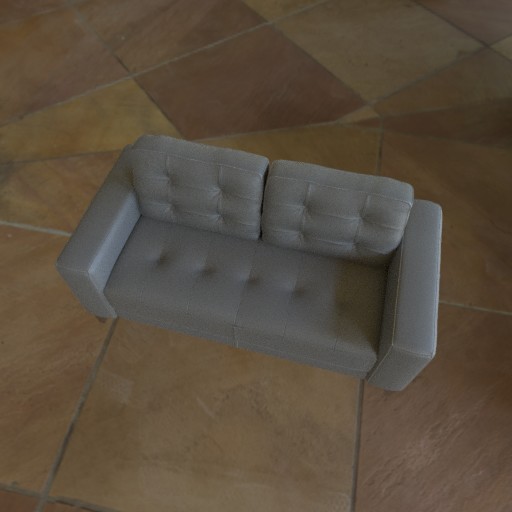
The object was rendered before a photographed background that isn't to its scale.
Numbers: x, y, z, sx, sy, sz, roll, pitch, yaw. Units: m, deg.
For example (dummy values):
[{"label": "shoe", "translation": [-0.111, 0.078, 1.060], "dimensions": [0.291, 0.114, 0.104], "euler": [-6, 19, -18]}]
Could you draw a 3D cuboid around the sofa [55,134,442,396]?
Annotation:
[{"label": "sofa", "translation": [0.000, 0.000, 2.250], "dimensions": [1.726, 0.893, 0.833], "euler": [13, 58, 8]}]
